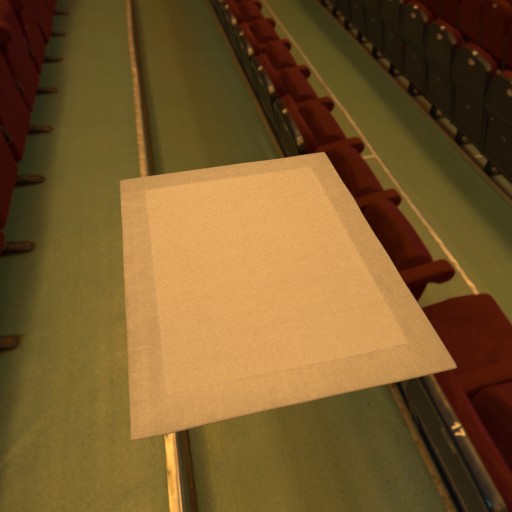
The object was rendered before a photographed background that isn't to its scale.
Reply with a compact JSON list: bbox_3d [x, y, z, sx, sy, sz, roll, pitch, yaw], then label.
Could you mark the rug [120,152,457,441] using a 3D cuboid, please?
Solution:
[{"bbox_3d":[0.000,0.000,4.151,2.430,0.018,2.976,-10,47,-9],"label":"rug"}]
